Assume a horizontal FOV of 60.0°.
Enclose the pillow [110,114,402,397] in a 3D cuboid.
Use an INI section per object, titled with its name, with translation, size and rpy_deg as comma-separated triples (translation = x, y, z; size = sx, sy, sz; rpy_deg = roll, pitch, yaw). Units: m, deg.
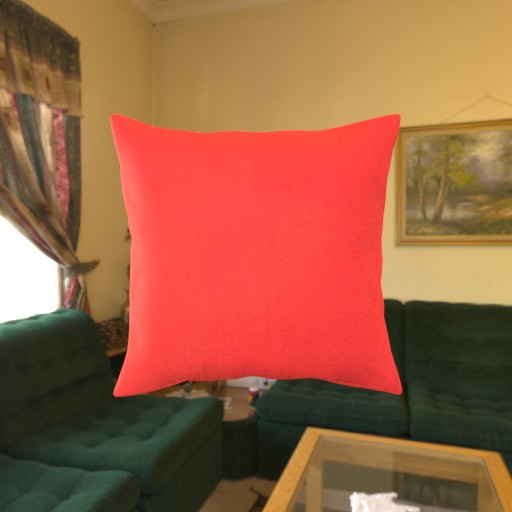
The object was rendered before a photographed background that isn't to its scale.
[pillow]
translation = 0.000, 0.000, 0.793
size = 0.522, 0.507, 0.192
rpy_deg = 0, 1, 1
